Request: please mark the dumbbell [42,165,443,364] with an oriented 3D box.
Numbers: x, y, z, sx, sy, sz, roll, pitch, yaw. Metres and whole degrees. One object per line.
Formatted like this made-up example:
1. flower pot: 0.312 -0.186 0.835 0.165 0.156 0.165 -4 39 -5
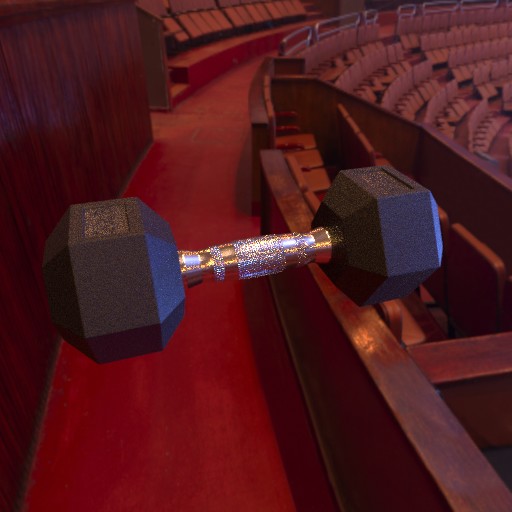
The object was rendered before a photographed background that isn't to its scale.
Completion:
1. dumbbell: 0.000 0.000 0.320 0.272 0.092 0.106 -10 33 -15
